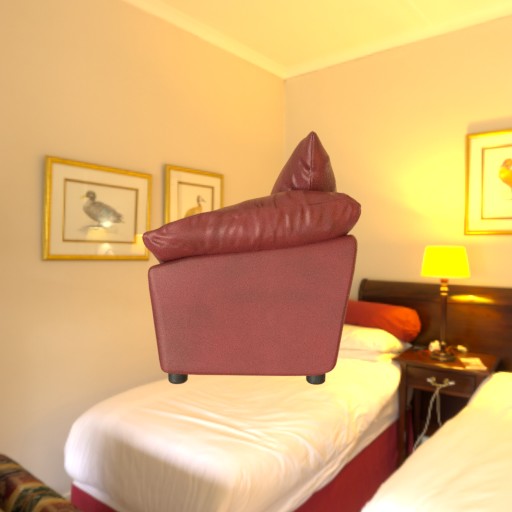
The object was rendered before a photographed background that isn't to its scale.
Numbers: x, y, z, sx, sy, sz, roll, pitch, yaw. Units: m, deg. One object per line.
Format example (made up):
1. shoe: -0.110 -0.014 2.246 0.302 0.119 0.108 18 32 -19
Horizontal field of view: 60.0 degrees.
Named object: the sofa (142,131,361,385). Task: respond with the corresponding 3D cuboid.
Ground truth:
1. sofa: 0.000 0.000 2.895 0.907 1.091 2.390 0 1 1
